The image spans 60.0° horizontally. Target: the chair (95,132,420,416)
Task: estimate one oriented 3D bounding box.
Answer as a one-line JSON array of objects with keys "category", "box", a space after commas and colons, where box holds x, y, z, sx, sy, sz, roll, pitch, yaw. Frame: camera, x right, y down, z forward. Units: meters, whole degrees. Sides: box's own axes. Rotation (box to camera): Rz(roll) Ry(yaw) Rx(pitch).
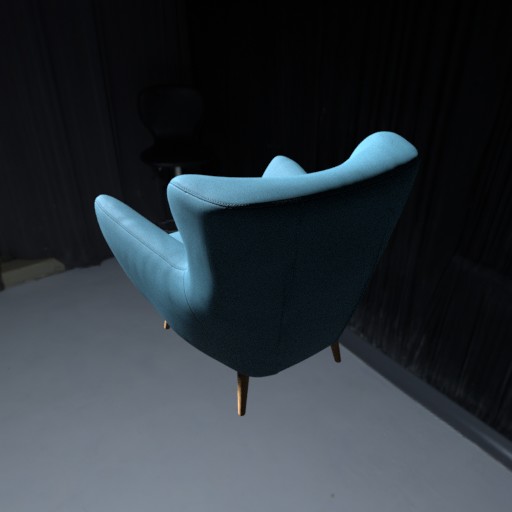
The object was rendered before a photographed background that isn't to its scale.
[{"category": "chair", "box": [0.000, 0.000, 1.615, 0.890, 0.889, 0.889, -19, 35, -29]}]
